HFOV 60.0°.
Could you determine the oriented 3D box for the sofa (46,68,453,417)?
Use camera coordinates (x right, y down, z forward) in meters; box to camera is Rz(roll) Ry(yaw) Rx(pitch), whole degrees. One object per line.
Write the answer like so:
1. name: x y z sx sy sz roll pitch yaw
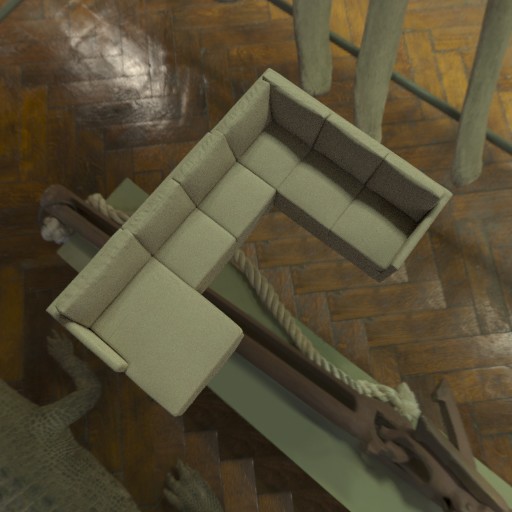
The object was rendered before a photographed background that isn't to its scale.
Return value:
1. sofa: 0.000 0.000 4.643 2.476 0.878 3.528 38 79 9
